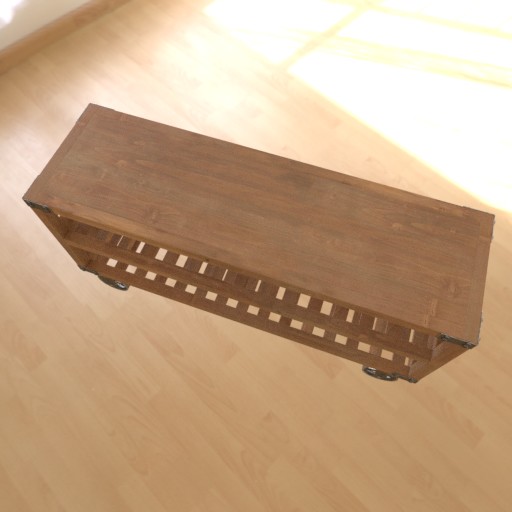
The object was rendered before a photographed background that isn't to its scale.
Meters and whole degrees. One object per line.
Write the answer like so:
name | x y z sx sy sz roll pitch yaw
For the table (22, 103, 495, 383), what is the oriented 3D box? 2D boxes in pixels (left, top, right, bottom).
table | 0.000 0.000 1.759 1.487 0.711 0.467 17 64 9
